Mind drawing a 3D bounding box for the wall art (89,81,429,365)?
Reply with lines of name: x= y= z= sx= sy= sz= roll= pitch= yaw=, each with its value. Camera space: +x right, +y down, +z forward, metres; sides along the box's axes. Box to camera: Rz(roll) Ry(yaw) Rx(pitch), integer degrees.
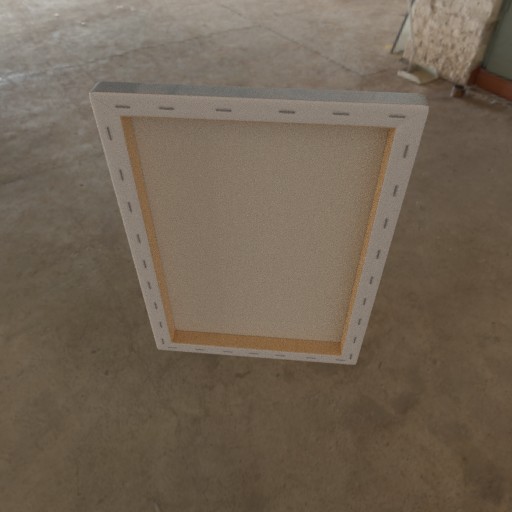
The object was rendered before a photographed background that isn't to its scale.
wall art: x=0.000 y=0.000 z=0.811 sx=0.455 sy=0.613 sz=0.037 roll=4 pitch=44 yaw=4
